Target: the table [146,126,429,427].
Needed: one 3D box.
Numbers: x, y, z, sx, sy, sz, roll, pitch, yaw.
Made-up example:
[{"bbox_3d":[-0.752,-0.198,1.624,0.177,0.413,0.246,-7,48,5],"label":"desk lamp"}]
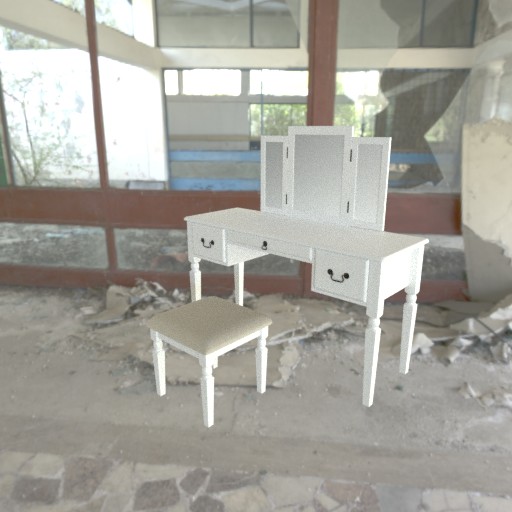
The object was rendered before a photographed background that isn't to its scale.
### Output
[{"bbox_3d":[0.000,0.000,2.321,1.369,1.310,1.115,14,21,40],"label":"table"}]
